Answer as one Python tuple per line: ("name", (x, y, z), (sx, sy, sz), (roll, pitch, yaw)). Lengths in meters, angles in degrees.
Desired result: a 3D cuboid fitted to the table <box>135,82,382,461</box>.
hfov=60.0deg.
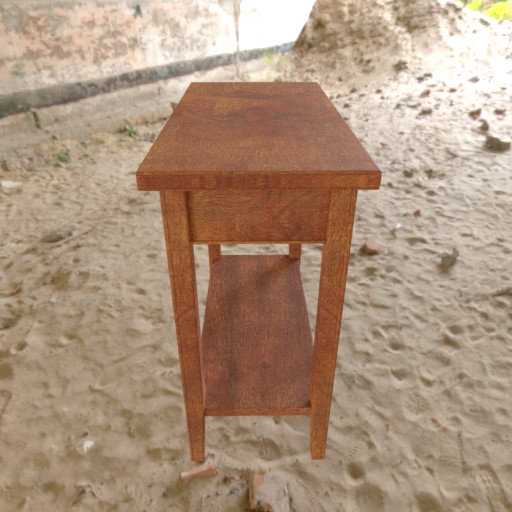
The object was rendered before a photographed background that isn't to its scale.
("table", (0.000, 0.000, 0.962), (0.305, 0.610, 0.610), (0, 31, -1))
